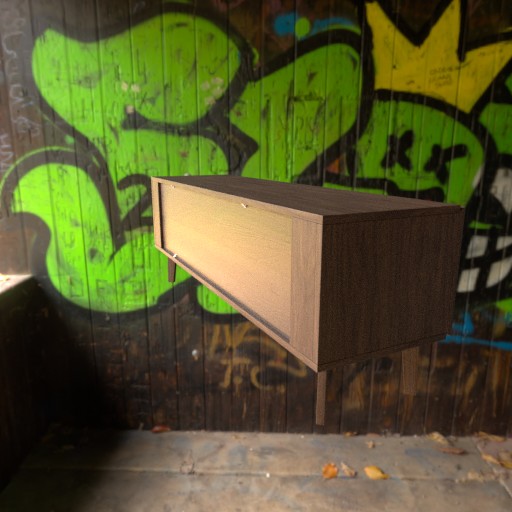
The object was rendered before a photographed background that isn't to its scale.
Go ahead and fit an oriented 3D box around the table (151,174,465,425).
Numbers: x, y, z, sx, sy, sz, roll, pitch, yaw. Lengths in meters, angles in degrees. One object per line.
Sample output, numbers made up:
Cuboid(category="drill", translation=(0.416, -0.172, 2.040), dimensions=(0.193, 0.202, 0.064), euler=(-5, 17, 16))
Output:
Cuboid(category="table", translation=(0.000, 0.000, 1.619), dimensions=(0.405, 0.508, 1.397), euler=(-7, 15, -26))
